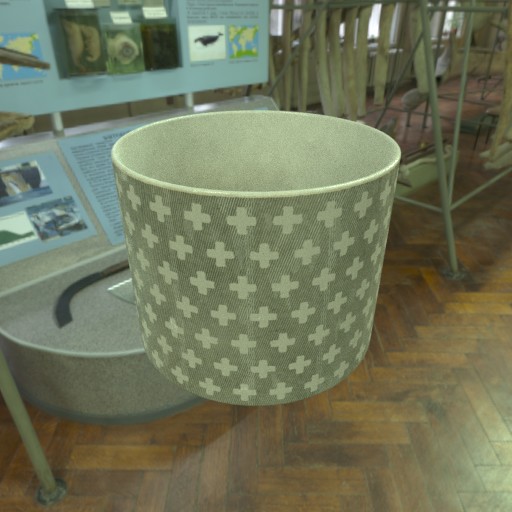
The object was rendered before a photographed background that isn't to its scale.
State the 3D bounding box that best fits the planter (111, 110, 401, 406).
[{"bbox_3d":[0.000,0.000,0.346,0.190,0.181,0.190,0,30,0],"label":"planter"}]
